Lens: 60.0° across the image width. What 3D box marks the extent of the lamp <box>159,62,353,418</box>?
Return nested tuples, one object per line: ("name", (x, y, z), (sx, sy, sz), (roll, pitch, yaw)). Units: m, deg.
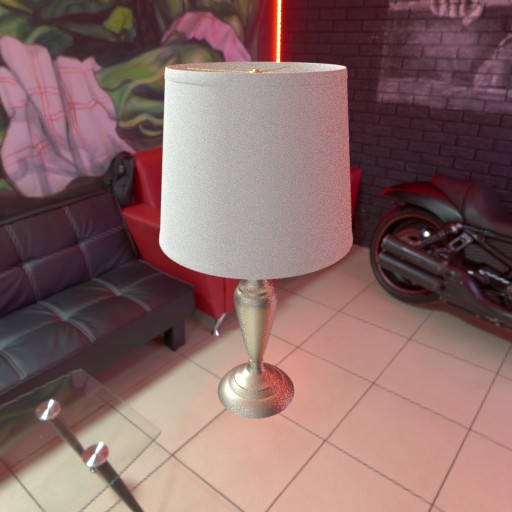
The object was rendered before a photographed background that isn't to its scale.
("lamp", (0.000, 0.000, 0.786), (0.328, 0.619, 0.328), (0, 26, 0))
